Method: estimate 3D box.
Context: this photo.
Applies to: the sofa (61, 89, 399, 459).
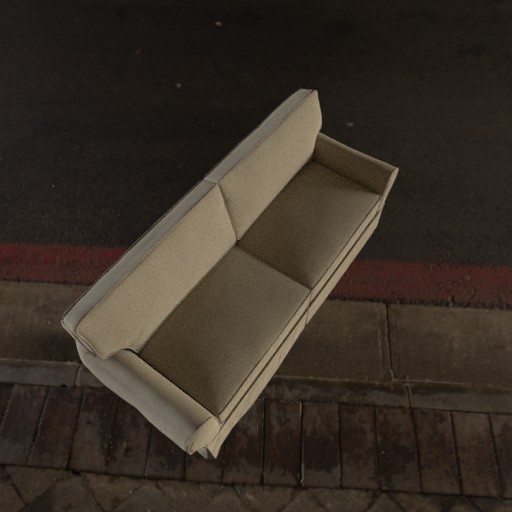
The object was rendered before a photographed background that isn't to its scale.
[{"bbox_3d":[0.000,0.000,2.776,0.900,1.014,2.246,31,63,18],"label":"sofa"}]
